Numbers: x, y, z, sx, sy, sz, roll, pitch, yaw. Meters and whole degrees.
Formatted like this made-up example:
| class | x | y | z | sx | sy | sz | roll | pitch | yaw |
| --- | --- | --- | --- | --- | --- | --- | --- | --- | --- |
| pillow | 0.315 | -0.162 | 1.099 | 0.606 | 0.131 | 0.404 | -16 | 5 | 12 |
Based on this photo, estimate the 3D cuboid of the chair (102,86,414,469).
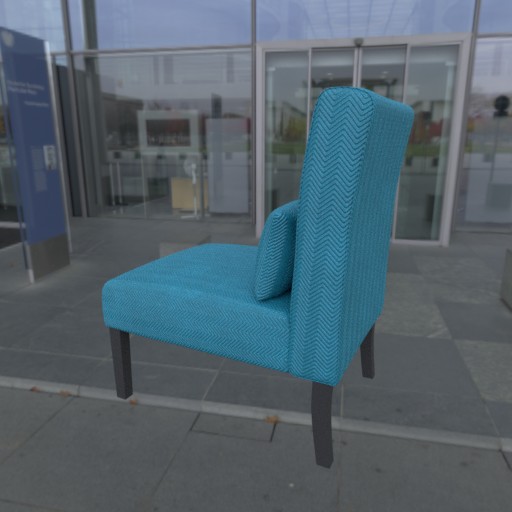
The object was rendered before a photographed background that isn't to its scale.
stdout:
| class | x | y | z | sx | sy | sz | roll | pitch | yaw |
| --- | --- | --- | --- | --- | --- | --- | --- | --- | --- |
| chair | 0.000 | 0.000 | 1.398 | 0.808 | 0.927 | 0.579 | 8 | 17 | 26 |
